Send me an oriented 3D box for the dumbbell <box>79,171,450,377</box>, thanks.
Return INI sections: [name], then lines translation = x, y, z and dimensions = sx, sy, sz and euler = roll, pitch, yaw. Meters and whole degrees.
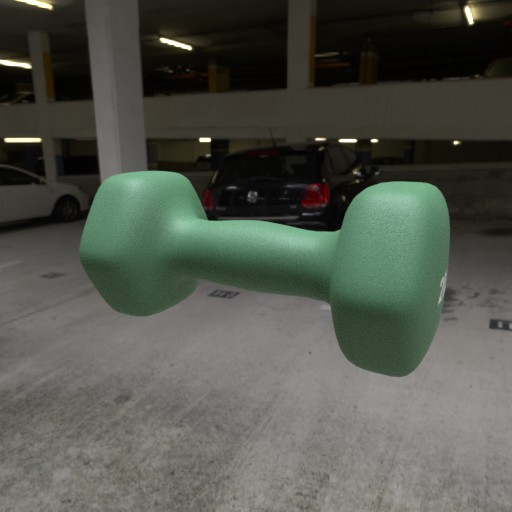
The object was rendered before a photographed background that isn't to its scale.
[dumbbell]
translation = 0.000, 0.000, 0.323
dimensions = 0.257, 0.114, 0.126
euler = 8, 17, 27
